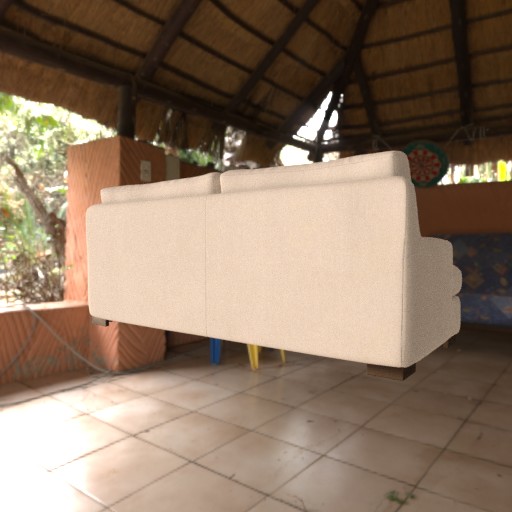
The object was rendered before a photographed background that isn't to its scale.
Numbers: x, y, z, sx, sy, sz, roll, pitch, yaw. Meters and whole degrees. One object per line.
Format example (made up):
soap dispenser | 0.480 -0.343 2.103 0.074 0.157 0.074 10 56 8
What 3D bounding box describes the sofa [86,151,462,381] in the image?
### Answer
sofa | 0.000 0.000 2.666 2.147 0.925 0.929 1 2 37
